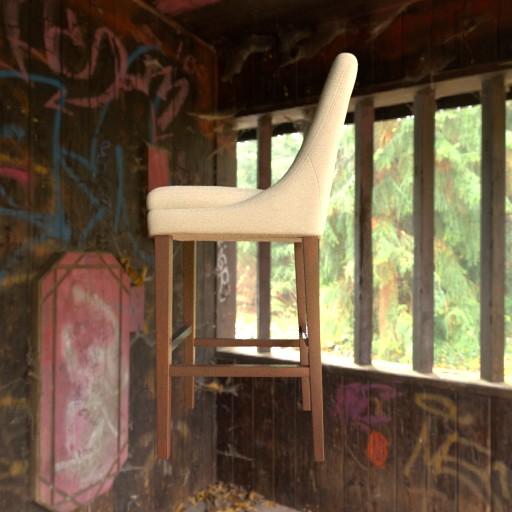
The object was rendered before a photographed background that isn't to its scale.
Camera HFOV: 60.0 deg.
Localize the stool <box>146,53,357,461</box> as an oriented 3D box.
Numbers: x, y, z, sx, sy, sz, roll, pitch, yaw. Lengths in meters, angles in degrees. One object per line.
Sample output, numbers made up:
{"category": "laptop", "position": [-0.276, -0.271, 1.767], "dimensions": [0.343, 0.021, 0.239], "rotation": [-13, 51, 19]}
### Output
{"category": "stool", "position": [0.000, 0.000, 1.375], "dimensions": [0.577, 1.078, 0.470], "rotation": [0, 0, 2]}
